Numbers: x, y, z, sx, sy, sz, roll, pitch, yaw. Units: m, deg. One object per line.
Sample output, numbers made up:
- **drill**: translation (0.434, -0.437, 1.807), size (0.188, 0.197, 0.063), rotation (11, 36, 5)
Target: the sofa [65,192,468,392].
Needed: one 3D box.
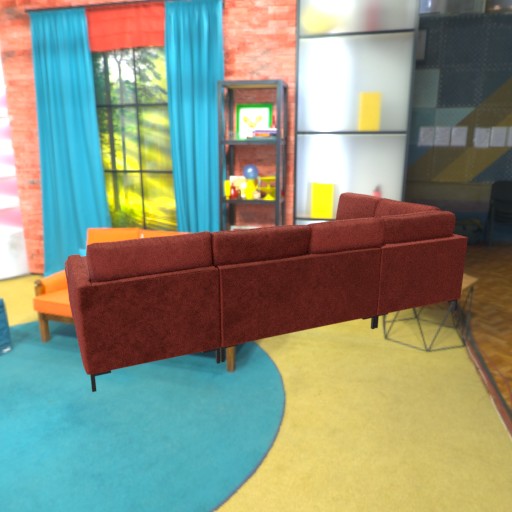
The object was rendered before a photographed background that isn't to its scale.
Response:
- **sofa**: translation (0.000, 0.000, 4.345), size (3.434, 0.992, 2.055), rotation (-7, 16, -25)
